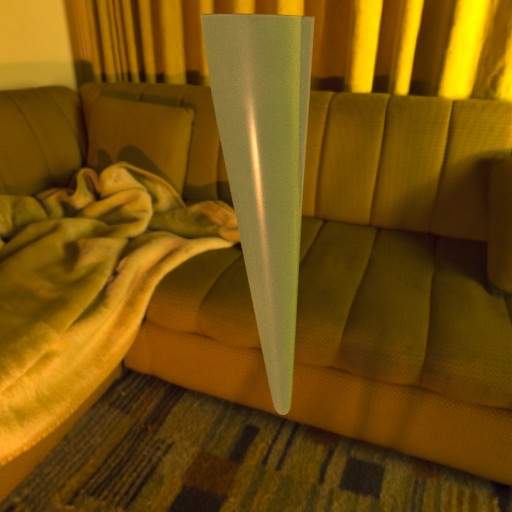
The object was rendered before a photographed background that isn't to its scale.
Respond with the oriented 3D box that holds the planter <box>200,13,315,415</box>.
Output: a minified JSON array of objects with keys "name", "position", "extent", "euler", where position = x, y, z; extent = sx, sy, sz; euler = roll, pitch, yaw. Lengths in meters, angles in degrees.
[{"name":"planter","position":[0.000,0.000,0.280],"extent":[0.055,0.268,0.054],"euler":[0,27,0]}]
